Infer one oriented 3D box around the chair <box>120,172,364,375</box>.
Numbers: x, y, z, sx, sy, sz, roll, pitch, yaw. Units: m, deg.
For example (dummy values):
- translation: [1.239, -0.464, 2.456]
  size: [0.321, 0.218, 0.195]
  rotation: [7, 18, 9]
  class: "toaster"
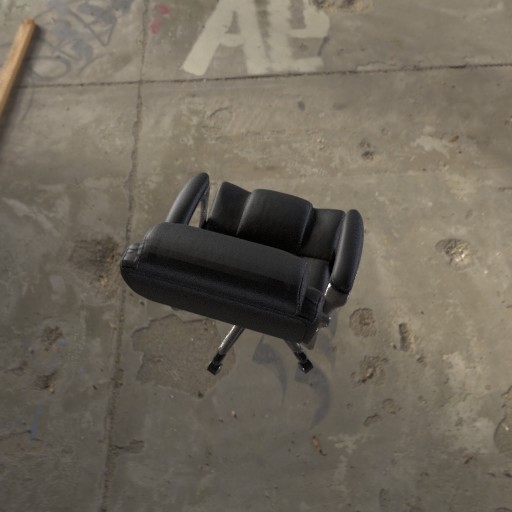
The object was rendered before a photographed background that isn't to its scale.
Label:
- translation: [0.000, 0.000, 1.660]
  size: [0.741, 1.167, 0.784]
  rotation: [15, 64, 8]
  class: "chair"
